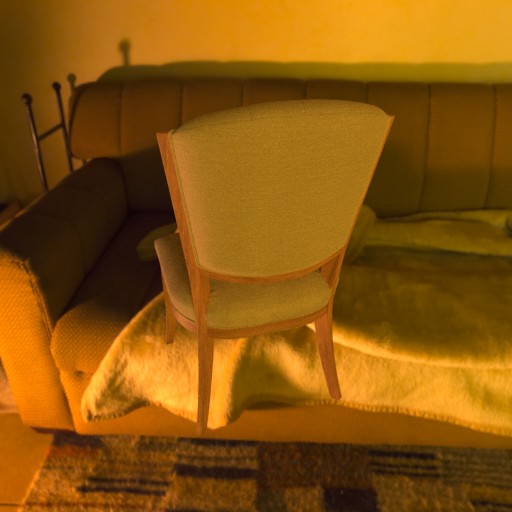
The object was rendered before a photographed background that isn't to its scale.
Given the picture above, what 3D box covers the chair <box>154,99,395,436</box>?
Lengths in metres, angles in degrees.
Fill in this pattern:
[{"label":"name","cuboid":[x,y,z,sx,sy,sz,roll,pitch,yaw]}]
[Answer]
[{"label":"chair","cuboid":[0.000,0.000,1.231,0.513,0.905,0.584,-9,30,-16]}]
